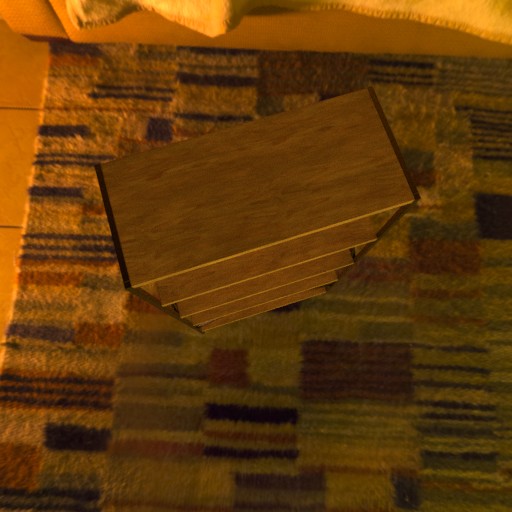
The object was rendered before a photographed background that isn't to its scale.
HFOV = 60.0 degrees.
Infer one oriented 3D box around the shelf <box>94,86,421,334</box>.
[{"bbox_3d":[0.000,0.000,2.162,0.874,1.803,0.386,-17,77,-4],"label":"shelf"}]
